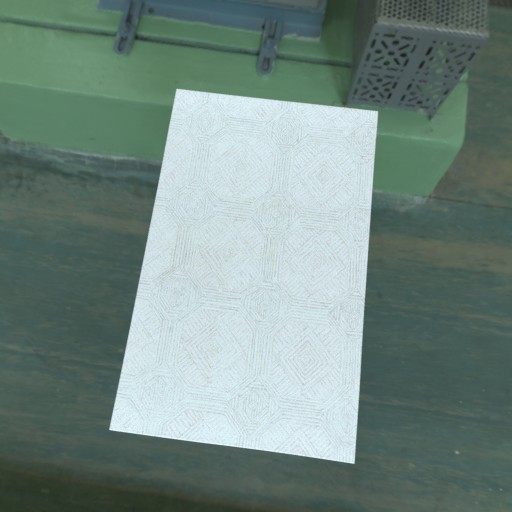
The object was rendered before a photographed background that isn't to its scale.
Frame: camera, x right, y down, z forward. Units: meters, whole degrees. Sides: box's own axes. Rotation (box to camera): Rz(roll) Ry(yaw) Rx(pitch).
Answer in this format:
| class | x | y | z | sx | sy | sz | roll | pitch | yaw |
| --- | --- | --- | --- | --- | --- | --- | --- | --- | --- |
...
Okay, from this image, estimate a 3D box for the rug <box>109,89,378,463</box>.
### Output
| class | x | y | z | sx | sy | sz | roll | pitch | yaw |
| --- | --- | --- | --- | --- | --- | --- | --- | --- | --- |
| rug | 0.000 | 0.000 | 3.026 | 1.524 | 0.008 | 2.440 | 7 | 76 | 2 |
